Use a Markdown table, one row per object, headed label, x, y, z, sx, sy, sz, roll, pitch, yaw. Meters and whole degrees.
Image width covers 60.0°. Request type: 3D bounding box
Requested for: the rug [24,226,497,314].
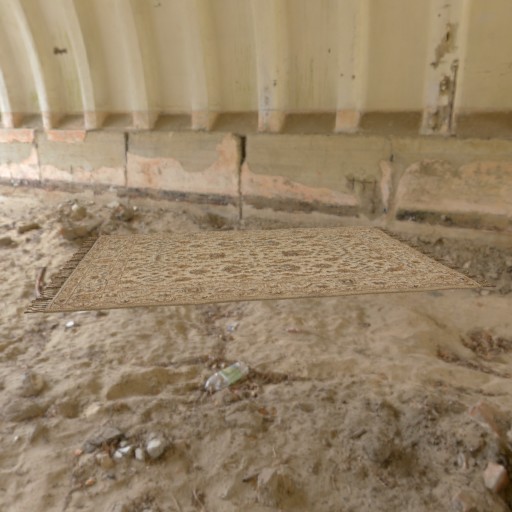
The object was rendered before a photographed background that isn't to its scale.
| label | x | y | z | sx | sy | sz | roll | pitch | yaw |
| --- | --- | --- | --- | --- | --- | --- | --- | --- | --- |
| rug | 0.000 | 0.000 | 2.948 | 2.434 | 0.027 | 1.529 | -2 | 16 | -8 |
